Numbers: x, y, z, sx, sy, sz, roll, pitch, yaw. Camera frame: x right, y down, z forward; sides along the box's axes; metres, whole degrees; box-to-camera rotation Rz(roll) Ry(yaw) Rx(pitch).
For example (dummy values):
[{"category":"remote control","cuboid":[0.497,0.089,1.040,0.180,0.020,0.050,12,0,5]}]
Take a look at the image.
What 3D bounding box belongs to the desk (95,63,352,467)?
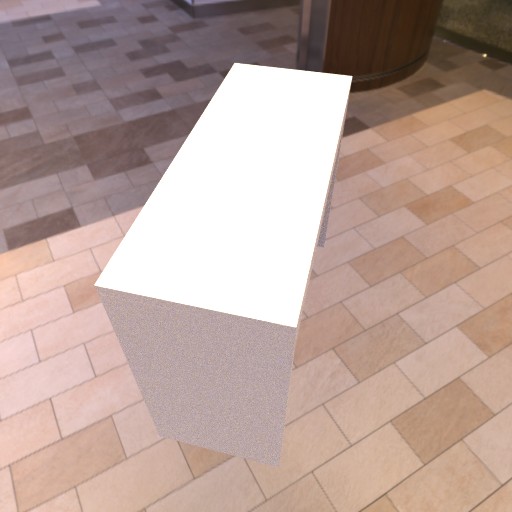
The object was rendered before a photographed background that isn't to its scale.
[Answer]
[{"category":"desk","cuboid":[0.000,0.000,1.451,0.400,0.790,1.000,10,49,9]}]
